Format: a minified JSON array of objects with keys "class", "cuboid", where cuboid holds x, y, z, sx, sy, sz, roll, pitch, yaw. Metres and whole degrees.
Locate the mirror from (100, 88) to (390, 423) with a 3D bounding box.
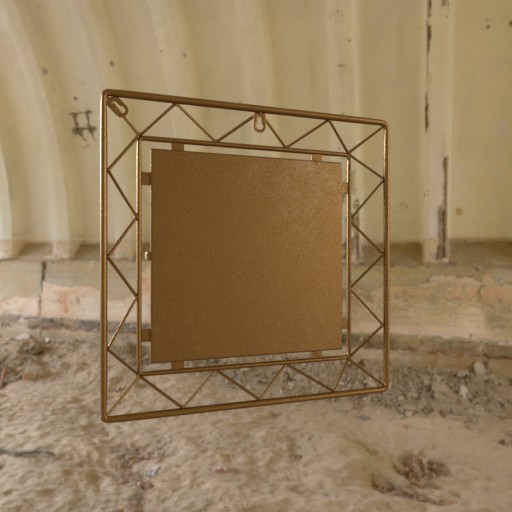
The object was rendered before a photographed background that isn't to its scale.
[{"class":"mirror","cuboid":[0.000,0.000,0.628,0.416,0.414,0.046,0,0,-18]}]
